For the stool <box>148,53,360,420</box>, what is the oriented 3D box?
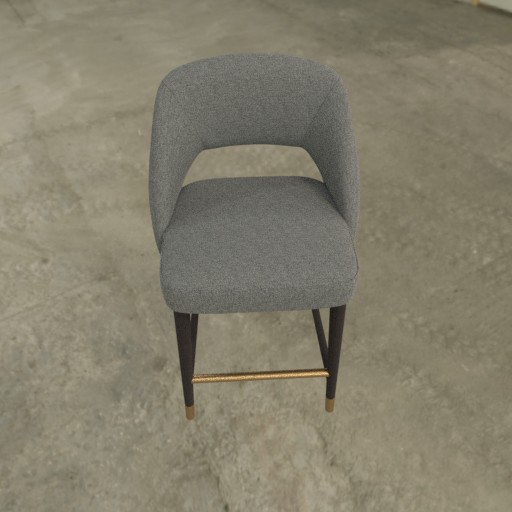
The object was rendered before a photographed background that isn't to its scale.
[{"bbox_3d":[0.000,0.000,1.246,0.536,0.925,0.524,-2,46,-2],"label":"stool"}]
